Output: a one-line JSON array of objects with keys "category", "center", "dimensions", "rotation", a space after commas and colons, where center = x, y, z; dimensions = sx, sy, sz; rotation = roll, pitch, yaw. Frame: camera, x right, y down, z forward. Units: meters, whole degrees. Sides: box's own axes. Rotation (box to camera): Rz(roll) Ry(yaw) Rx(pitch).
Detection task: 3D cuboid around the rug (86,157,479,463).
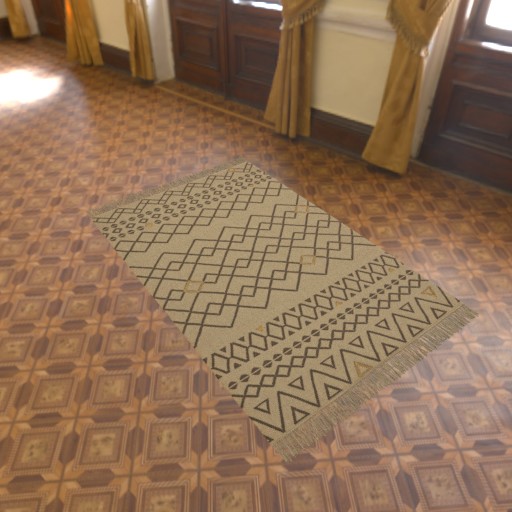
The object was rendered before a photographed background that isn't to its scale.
[{"category": "rug", "center": [0.000, 0.000, 3.042], "dimensions": [1.495, 0.035, 2.472], "rotation": [-26, 47, -27]}]
